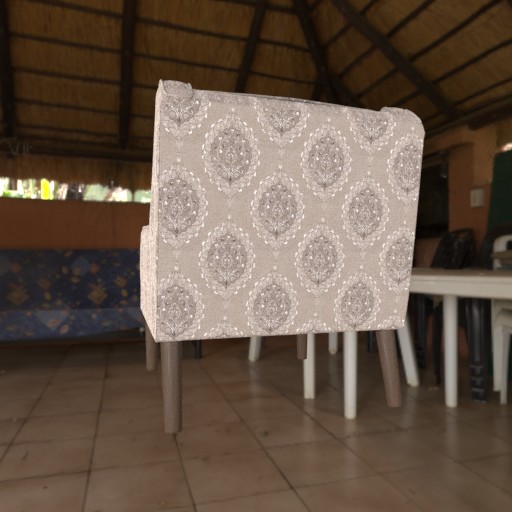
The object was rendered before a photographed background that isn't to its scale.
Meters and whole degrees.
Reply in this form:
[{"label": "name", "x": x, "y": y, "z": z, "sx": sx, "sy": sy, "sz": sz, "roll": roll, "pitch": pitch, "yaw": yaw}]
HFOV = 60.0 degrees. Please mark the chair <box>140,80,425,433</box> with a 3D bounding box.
[{"label": "chair", "x": 0.000, "y": 0.000, "z": 1.355, "sx": 0.665, "sy": 0.797, "sz": 0.750, "roll": 0, "pitch": -1, "yaw": -18}]
